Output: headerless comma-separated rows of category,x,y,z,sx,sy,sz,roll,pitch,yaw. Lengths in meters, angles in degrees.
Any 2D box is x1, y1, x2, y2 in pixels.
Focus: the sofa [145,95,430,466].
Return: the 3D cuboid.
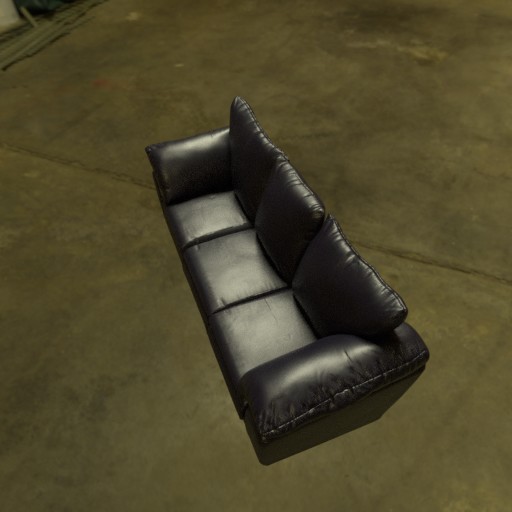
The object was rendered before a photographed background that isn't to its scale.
sofa,0.000,0.000,2.831,0.880,1.073,2.336,-16,48,-15
